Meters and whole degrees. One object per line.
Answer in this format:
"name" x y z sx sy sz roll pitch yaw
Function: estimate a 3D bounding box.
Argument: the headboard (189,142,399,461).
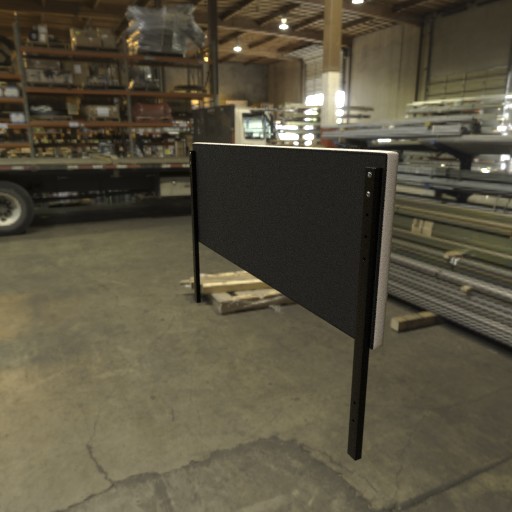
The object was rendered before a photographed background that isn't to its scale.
"headboard" 0.000 0.000 2.906 0.120 1.410 2.362 -7 17 -25
